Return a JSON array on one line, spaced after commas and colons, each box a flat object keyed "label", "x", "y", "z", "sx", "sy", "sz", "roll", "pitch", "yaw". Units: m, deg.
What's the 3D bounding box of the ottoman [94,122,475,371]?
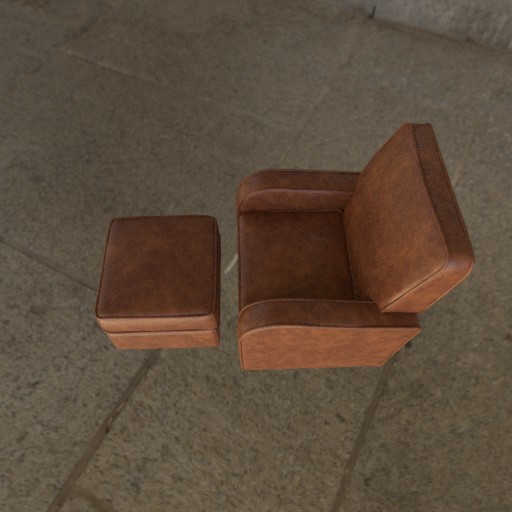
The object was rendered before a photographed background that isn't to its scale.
[{"label": "ottoman", "x": 0.000, "y": 0.000, "z": 1.838, "sx": 1.314, "sy": 0.904, "sz": 0.732, "roll": -2, "pitch": 59, "yaw": -1}]
